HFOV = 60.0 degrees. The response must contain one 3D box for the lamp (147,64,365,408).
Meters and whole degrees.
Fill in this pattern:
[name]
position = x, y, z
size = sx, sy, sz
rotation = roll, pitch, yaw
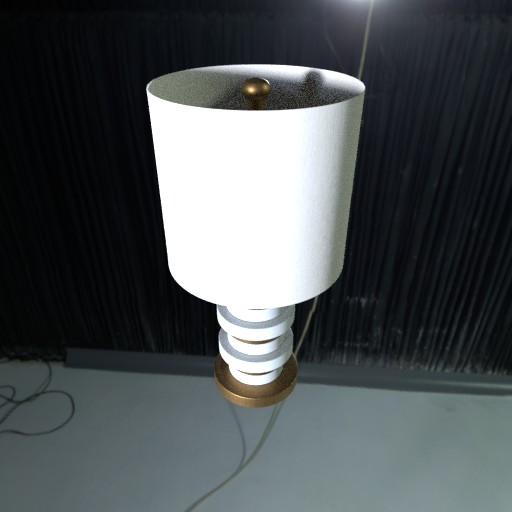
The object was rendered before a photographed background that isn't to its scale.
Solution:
[lamp]
position = 0.000, 0.000, 0.541
size = 0.210, 0.410, 0.210
rotation = 0, 32, 0
